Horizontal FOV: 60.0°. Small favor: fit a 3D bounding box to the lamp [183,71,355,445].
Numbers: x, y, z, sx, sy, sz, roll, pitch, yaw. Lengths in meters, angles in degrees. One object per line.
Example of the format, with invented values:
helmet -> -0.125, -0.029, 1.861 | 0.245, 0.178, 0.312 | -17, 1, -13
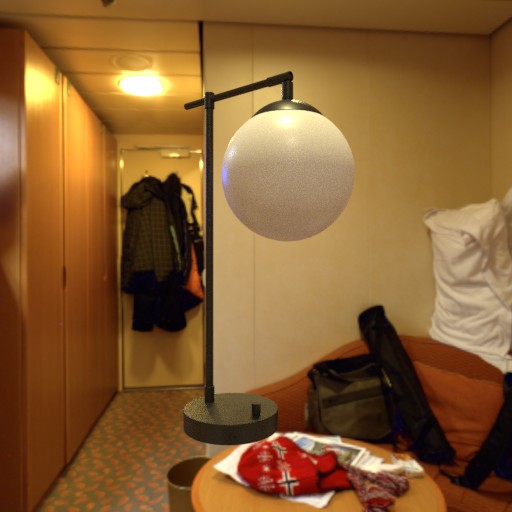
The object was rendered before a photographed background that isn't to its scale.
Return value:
lamp -> 0.000, 0.000, 0.700 | 0.316, 0.559, 0.197 | 0, 0, 37
